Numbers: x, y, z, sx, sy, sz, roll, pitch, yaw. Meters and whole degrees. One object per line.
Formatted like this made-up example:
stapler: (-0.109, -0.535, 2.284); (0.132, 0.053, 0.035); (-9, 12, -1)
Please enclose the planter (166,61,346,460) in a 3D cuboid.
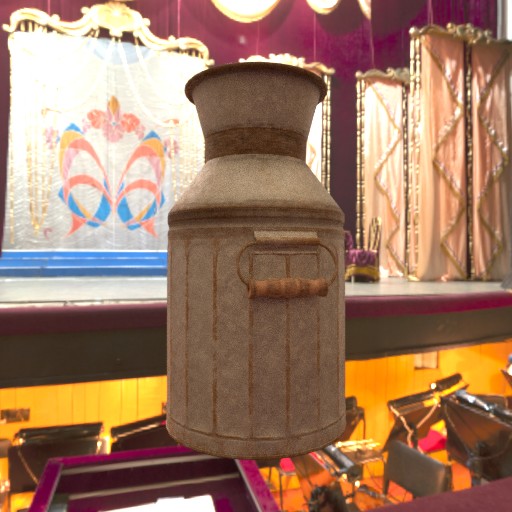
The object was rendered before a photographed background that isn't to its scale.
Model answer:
planter: (0.000, 0.000, 0.533); (0.214, 0.396, 0.245); (0, 0, -17)
